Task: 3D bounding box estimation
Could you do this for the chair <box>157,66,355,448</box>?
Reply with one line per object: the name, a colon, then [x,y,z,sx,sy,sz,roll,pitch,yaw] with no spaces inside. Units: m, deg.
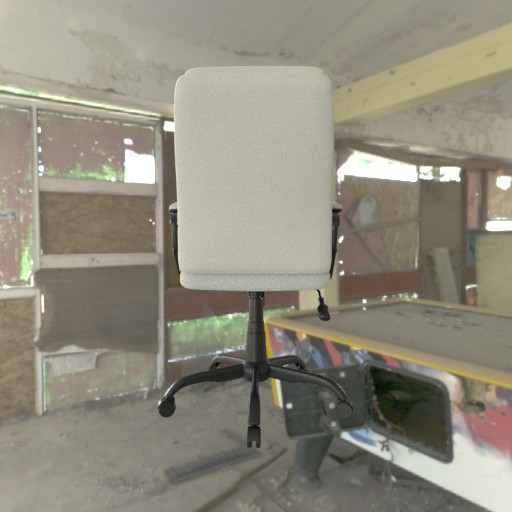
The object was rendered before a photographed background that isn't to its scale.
chair: [0.000,0.000,1.518,0.663,1.065,0.669,0,2,1]
